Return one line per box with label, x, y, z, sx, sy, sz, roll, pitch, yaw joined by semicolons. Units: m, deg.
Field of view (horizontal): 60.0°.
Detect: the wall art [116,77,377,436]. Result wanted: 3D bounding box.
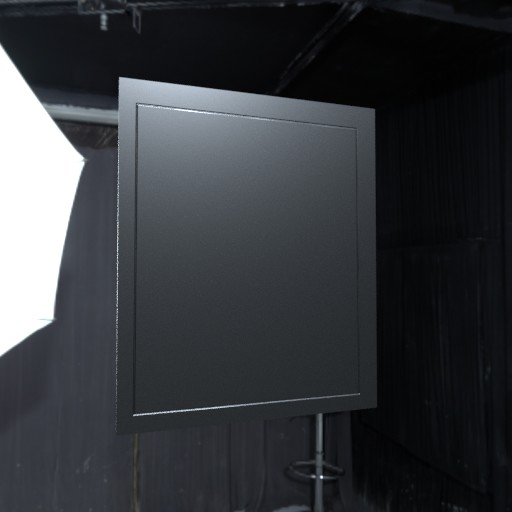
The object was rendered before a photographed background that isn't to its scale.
wall art;0.000;0.000;0.774;0.461;0.558;0.031;1;-2;-18
